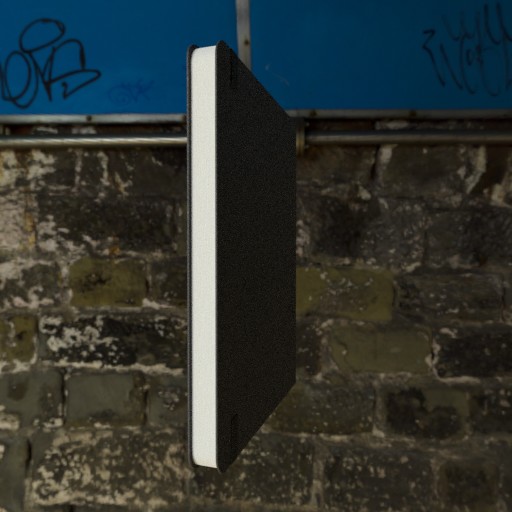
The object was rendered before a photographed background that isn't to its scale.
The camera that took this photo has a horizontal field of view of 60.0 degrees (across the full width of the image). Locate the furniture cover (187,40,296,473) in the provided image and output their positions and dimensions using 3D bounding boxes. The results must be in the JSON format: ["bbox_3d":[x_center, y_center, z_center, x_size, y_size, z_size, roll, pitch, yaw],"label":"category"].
[{"bbox_3d":[0.000,0.000,0.382,0.023,0.281,0.216,0,1,18],"label":"furniture cover"}]
